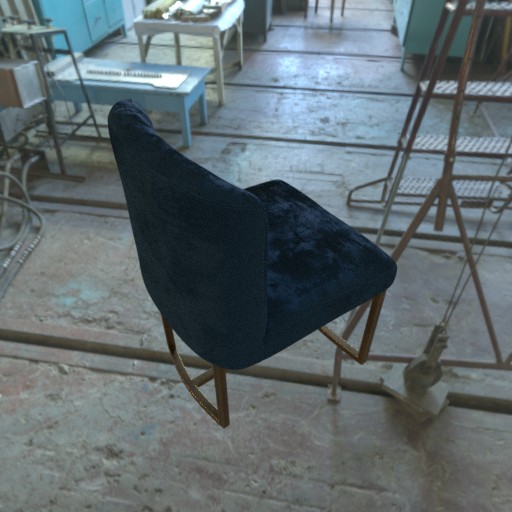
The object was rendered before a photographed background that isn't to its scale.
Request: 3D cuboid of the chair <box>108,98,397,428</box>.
[{"bbox_3d":[0.000,0.000,1.182,0.560,0.824,0.530,-26,48,-26],"label":"chair"}]
